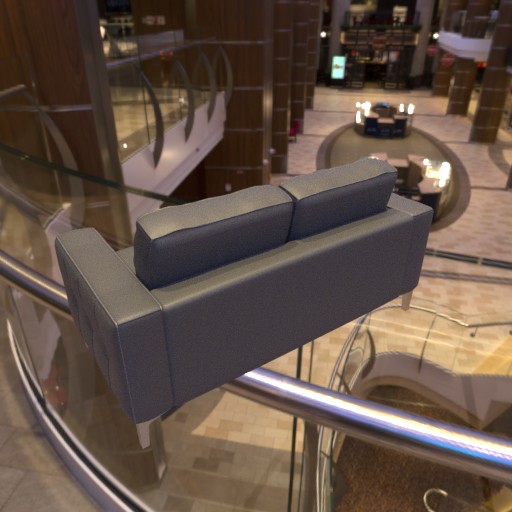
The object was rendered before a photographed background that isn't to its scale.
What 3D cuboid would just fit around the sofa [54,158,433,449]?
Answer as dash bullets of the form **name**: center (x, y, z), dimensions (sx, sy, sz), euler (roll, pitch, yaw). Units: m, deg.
- **sofa**: center (0.000, 0.000, 2.243), dimensions (1.726, 0.893, 0.833), euler (-19, 34, -30)
